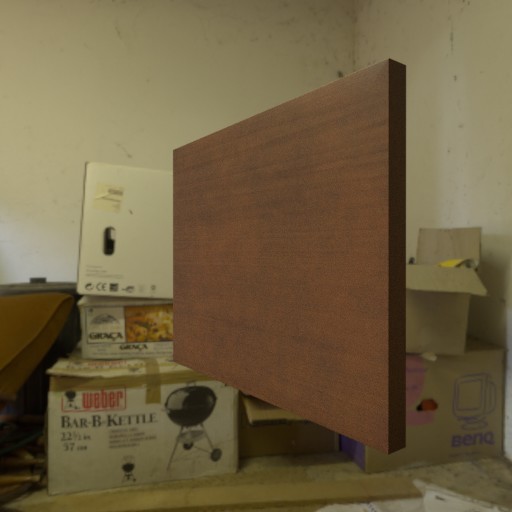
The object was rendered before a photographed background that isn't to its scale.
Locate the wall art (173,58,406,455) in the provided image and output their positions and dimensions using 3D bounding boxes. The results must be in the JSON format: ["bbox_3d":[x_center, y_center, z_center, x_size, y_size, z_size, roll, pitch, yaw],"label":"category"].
[{"bbox_3d":[0.000,0.000,0.744,0.033,0.457,0.558,0,0,-37],"label":"wall art"}]
